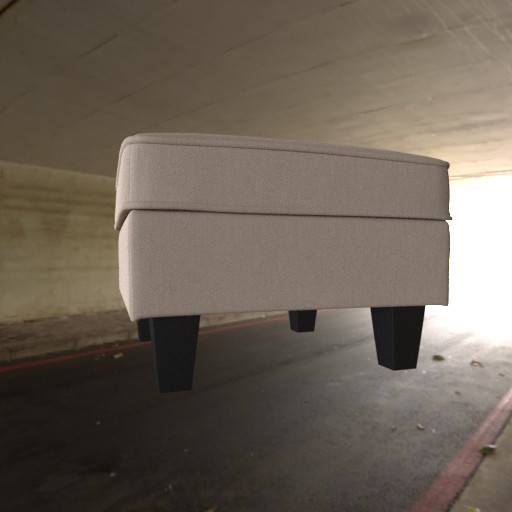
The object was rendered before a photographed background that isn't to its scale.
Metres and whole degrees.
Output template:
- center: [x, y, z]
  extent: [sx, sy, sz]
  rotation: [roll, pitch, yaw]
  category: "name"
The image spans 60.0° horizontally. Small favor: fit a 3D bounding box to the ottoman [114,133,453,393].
- center: [0.000, 0.000, 1.020]
  extent: [0.616, 0.438, 0.613]
  rotation: [0, 0, -19]
  category: "ottoman"
